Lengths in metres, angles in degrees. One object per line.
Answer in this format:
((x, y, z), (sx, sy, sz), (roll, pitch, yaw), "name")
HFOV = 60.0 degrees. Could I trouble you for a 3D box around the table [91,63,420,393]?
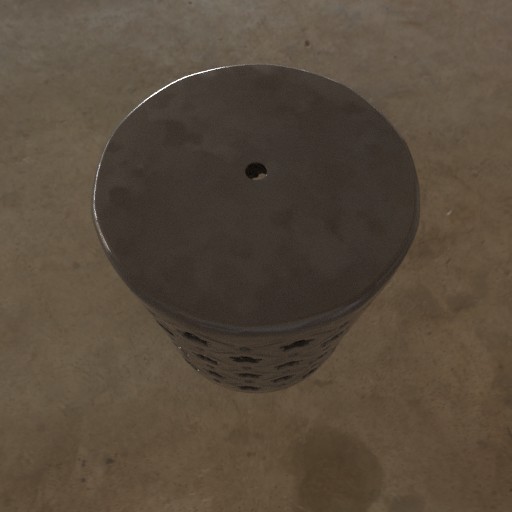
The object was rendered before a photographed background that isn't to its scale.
((0.000, 0.000, 0.638), (0.352, 0.387, 0.352), (0, 62, 0), "table")
